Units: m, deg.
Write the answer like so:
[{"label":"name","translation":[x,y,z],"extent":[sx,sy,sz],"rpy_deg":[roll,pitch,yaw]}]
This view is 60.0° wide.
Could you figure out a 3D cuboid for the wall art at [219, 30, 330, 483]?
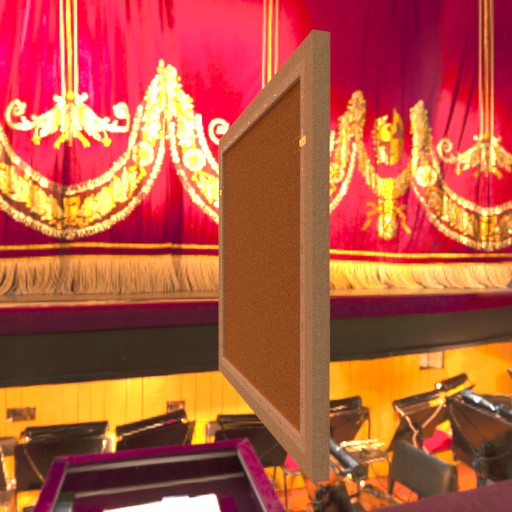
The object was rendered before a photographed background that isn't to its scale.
[{"label":"wall art","translation":[0.000,0.000,1.484],"extent":[0.045,1.016,1.016],"rpy_deg":[0,0,-17]}]
